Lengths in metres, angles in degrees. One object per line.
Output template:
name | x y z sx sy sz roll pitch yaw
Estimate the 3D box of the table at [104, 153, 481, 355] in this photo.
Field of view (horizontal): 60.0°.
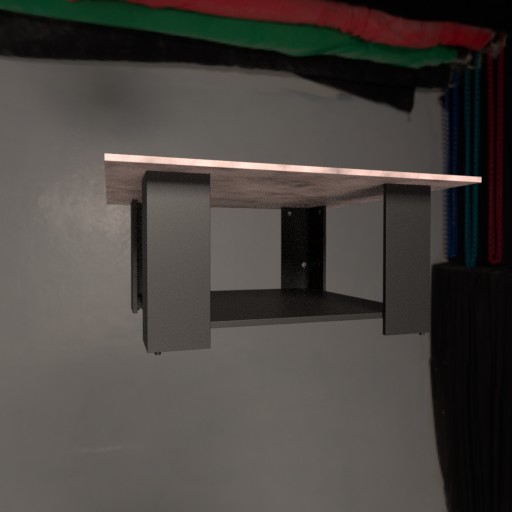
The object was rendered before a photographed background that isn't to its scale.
table | 0.000 0.000 1.047 0.670 0.305 0.670 0 1 -18
